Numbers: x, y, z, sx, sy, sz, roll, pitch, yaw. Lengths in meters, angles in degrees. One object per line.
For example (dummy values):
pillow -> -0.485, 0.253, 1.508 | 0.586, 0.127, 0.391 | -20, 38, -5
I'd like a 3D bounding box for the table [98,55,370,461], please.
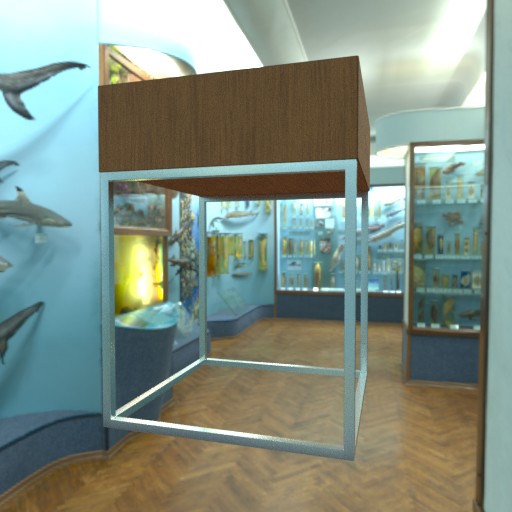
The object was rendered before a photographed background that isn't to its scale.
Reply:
table -> 0.000, 0.000, 0.834 | 0.398, 0.540, 0.397 | 1, 2, 17
